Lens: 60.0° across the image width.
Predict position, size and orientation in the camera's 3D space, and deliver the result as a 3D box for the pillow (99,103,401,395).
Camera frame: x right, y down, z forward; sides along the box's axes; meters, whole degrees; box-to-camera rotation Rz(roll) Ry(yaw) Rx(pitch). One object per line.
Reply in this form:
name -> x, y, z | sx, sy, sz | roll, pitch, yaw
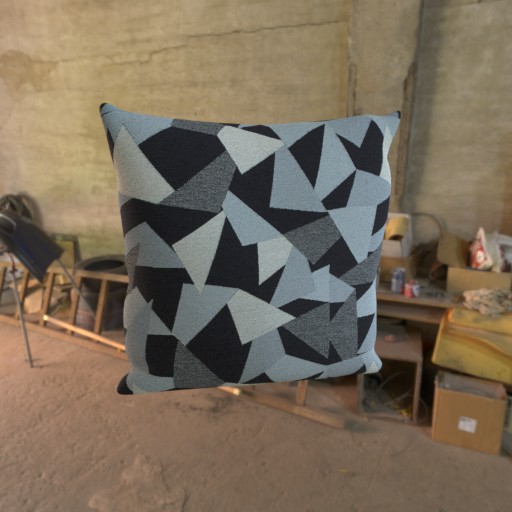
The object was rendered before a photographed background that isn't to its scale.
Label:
pillow -> 0.000, 0.000, 0.764 | 0.503, 0.496, 0.208 | -3, 16, -9
